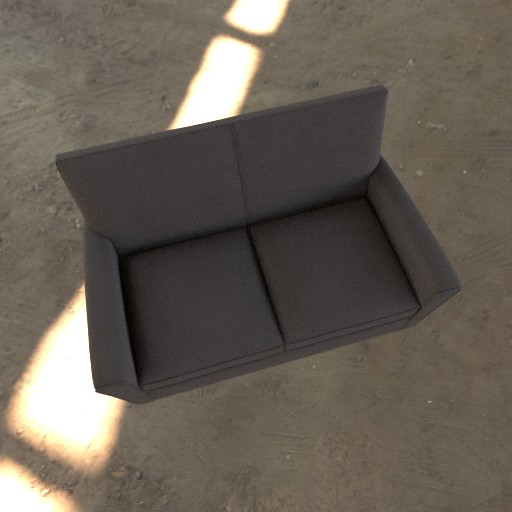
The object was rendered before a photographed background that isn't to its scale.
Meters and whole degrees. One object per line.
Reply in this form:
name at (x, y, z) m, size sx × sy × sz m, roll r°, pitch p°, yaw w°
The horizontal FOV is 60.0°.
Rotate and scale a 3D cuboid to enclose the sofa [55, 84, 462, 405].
sofa at (0.000, 0.000, 1.951) m, size 1.420 × 0.846 × 0.871 m, roll -14°, pitch 65°, yaw -7°
